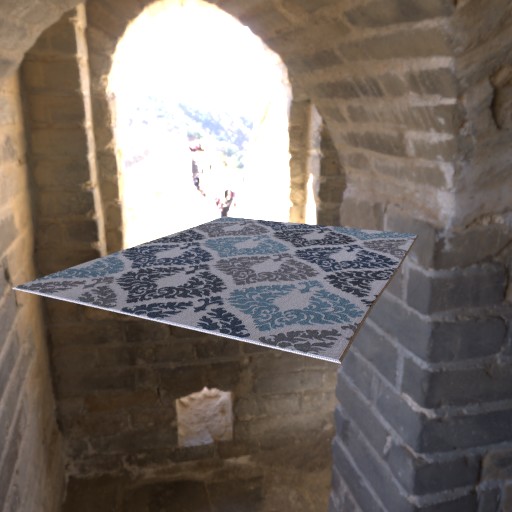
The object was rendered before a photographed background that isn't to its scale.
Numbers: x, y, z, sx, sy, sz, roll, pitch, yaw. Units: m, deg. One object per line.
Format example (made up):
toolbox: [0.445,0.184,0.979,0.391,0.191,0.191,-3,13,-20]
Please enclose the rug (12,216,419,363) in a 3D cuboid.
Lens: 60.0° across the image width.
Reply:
rug: [0.000,0.000,3.980,2.423,0.014,3.040,8,18,25]
